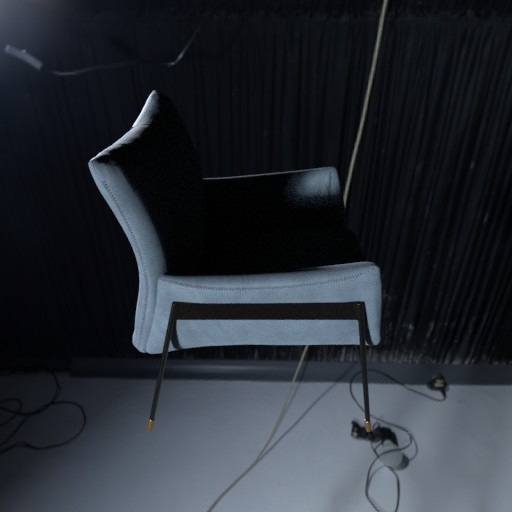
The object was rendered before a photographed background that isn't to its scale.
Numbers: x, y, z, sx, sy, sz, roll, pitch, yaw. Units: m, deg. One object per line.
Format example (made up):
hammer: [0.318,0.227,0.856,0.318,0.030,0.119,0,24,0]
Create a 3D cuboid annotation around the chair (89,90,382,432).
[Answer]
chair: [0.000,0.000,1.386,0.709,0.858,0.678,0,32,0]
